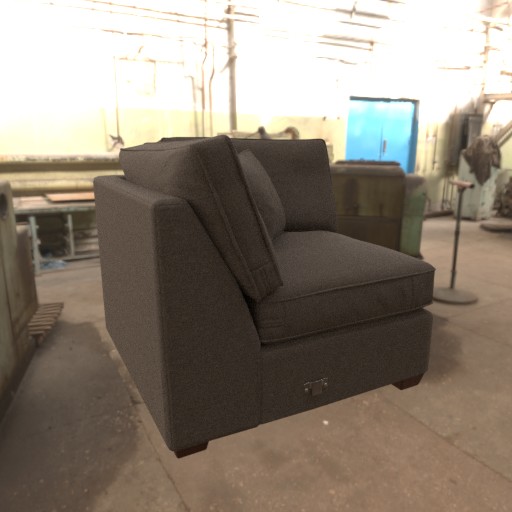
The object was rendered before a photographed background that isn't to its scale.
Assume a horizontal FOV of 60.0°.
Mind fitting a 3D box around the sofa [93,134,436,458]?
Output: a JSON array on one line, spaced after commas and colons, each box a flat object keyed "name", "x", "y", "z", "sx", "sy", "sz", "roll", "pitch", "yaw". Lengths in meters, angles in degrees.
[{"name": "sofa", "x": 0.000, "y": 0.000, "z": 1.917, "sx": 1.146, "sy": 1.002, "sz": 1.084, "roll": -7, "pitch": 16, "yaw": -27}]
